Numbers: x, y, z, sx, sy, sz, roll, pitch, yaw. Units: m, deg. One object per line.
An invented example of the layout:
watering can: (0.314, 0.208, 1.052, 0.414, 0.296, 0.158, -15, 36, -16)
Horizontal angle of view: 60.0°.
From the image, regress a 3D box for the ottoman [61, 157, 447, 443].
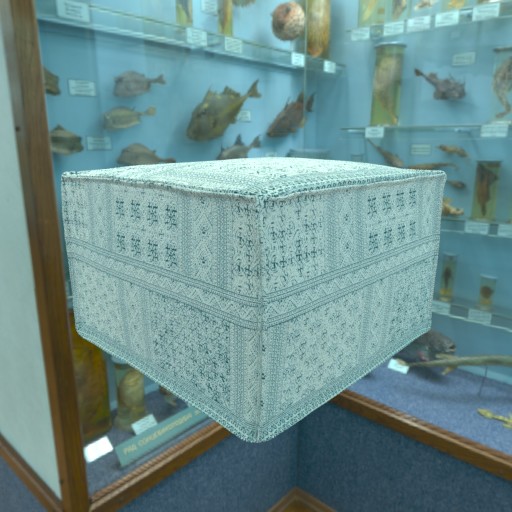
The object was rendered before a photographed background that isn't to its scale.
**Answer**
ottoman: (0.000, 0.000, 1.025, 0.617, 0.439, 0.626, 13, 19, 42)
